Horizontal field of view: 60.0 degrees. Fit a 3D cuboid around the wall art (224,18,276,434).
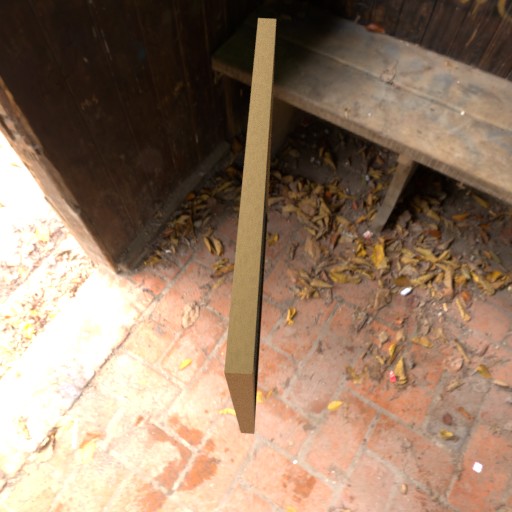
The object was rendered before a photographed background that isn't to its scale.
[{"bbox_3d":[0.000,0.000,2.833,0.099,1.926,1.926,3,62,2],"label":"wall art"}]
